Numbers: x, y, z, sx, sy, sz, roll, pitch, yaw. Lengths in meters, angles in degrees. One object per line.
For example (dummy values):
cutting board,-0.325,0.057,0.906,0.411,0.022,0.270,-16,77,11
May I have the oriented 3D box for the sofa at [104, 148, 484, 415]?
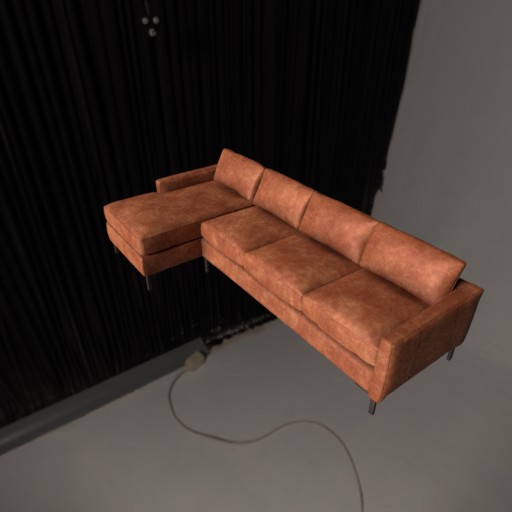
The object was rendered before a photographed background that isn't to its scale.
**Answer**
sofa,0.000,0.000,3.612,1.471,0.859,2.993,-21,38,-30
